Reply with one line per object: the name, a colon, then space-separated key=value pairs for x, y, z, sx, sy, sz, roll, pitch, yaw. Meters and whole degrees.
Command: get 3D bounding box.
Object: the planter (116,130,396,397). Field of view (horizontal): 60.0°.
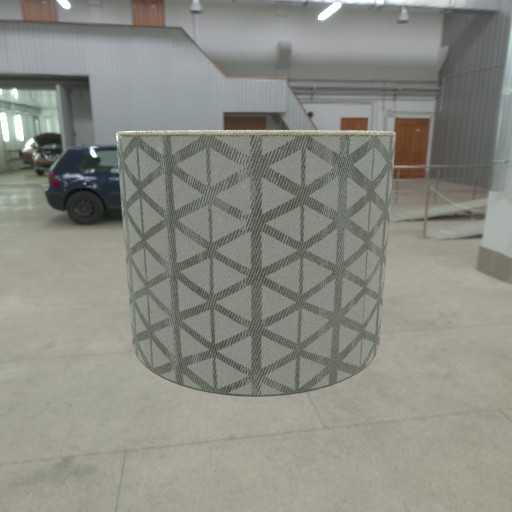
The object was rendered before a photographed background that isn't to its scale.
planter: x=0.000 y=0.000 z=0.444 sx=0.250 sy=0.239 sz=0.250 roll=0 pitch=15 yaw=0
